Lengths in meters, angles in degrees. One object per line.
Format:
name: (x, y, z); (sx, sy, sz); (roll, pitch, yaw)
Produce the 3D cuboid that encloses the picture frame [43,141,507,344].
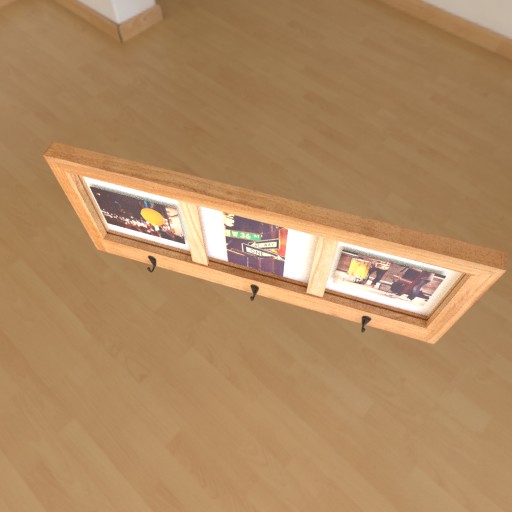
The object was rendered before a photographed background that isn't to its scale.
picture frame: (0.000, 0.000, 0.636); (0.582, 0.234, 0.045); (15, 60, 9)
